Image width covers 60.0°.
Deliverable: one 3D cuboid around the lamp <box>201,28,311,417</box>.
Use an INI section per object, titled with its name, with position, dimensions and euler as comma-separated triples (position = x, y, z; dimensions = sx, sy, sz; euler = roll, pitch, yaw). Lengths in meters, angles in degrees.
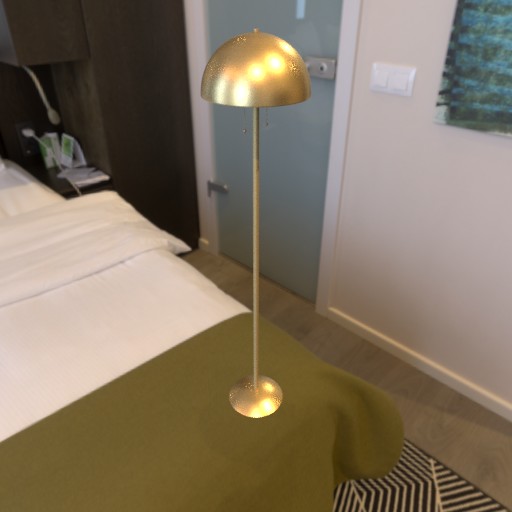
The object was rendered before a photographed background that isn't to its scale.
[lamp]
position = 0.000, 0.000, 1.617
dimensions = 0.328, 1.480, 0.328
euler = 8, 32, 12
